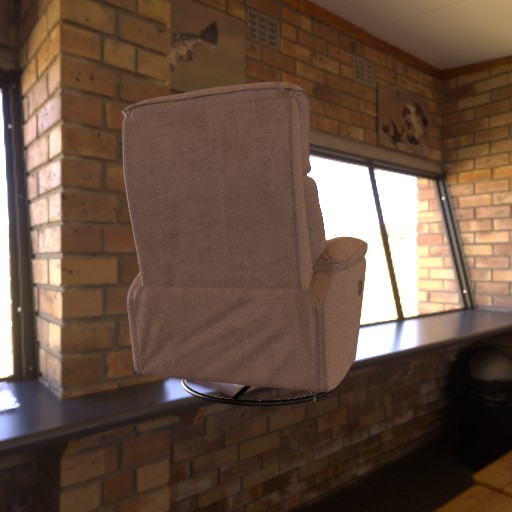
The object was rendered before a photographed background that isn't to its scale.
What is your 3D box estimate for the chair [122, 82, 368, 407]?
[{"bbox_3d":[0.000,0.000,1.786,0.820,1.037,1.004,0,0,19],"label":"chair"}]
